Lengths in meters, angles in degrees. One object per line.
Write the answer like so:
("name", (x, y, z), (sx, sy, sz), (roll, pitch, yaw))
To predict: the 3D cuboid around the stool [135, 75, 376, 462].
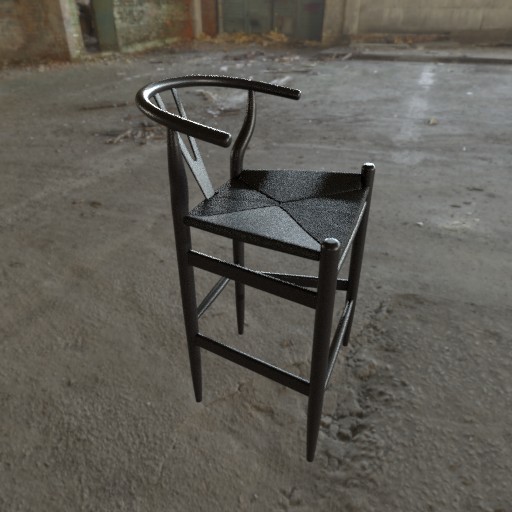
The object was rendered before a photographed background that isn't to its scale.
("stool", (0.000, 0.000, 1.340), (0.579, 0.970, 0.569), (11, 32, 18))
